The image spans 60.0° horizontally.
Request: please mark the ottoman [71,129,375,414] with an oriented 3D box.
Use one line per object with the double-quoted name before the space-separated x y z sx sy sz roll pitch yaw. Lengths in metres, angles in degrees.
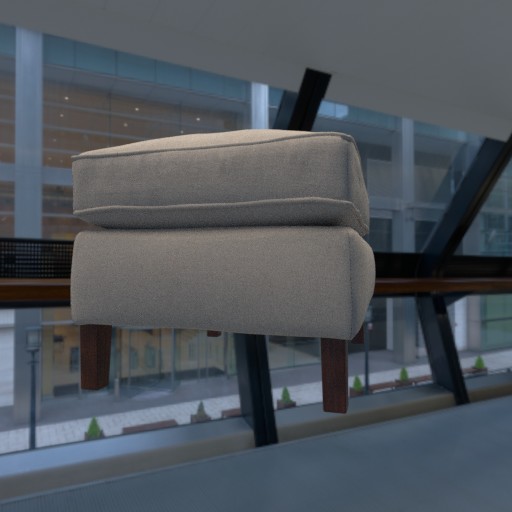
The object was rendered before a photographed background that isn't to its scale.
"ottoman" 0.000 0.000 0.973 0.501 0.456 0.665 0 -1 16
